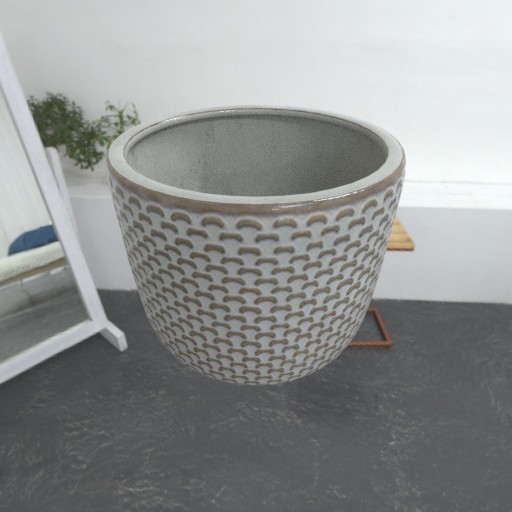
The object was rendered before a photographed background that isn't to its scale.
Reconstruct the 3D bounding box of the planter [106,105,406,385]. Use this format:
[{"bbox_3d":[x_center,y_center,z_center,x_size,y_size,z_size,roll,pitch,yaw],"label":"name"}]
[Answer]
[{"bbox_3d":[0.000,0.000,0.245,0.139,0.130,0.139,0,33,0],"label":"planter"}]
